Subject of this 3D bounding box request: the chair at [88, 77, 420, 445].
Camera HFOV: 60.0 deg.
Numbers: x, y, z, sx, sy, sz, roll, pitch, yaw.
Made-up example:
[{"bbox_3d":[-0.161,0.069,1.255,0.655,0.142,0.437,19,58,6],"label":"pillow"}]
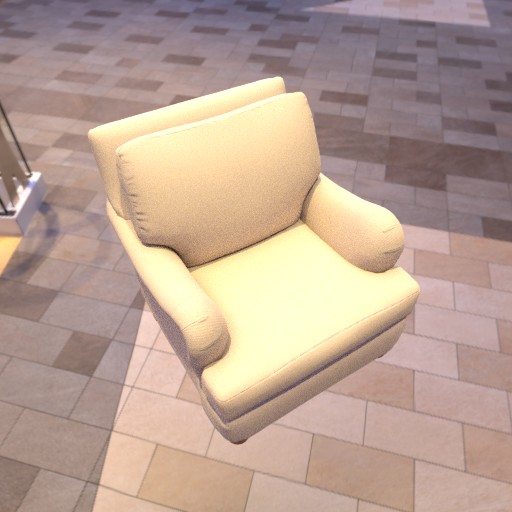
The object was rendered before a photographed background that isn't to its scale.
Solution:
[{"bbox_3d":[0.000,0.000,1.868,0.955,1.038,1.070,-24,51,-21],"label":"chair"}]
